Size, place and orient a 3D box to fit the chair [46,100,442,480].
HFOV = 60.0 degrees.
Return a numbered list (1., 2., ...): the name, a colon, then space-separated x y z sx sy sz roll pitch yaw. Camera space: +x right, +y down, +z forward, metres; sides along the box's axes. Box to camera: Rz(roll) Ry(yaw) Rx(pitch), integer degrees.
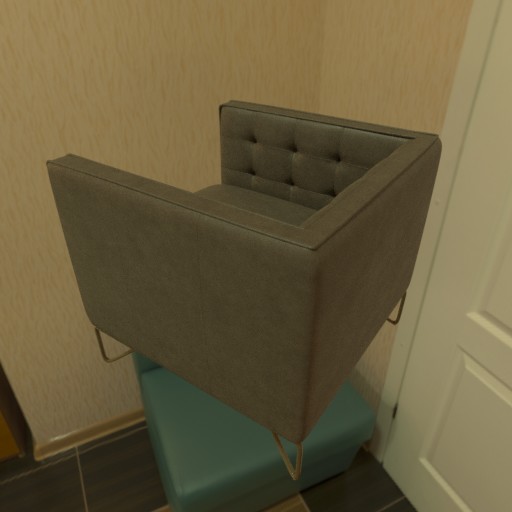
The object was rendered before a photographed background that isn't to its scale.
1. chair: 0.000 0.000 1.535 0.894 0.790 0.880 21 38 29
